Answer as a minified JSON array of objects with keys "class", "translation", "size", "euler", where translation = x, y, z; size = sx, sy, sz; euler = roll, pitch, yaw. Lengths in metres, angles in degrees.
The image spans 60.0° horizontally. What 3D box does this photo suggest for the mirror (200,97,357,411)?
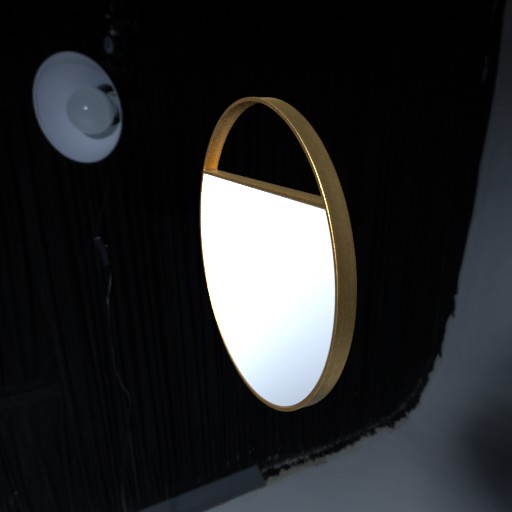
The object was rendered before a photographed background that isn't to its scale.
[{"class":"mirror","translation":[0.000,0.000,0.838],"size":[0.032,0.565,0.565],"euler":[-8,18,-24]}]
